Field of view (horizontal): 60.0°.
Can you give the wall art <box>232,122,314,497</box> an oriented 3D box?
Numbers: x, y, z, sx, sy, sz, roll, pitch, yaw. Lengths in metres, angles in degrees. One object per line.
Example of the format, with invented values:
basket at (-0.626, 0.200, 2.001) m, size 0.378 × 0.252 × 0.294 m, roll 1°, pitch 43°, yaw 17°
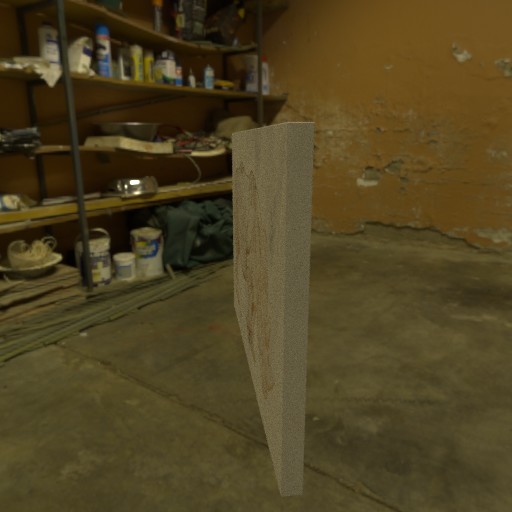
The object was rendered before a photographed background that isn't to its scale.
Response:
wall art at (0.000, 0.000, 1.119) m, size 0.038 × 0.610 × 0.915 m, roll -2°, pitch 15°, yaw -7°
